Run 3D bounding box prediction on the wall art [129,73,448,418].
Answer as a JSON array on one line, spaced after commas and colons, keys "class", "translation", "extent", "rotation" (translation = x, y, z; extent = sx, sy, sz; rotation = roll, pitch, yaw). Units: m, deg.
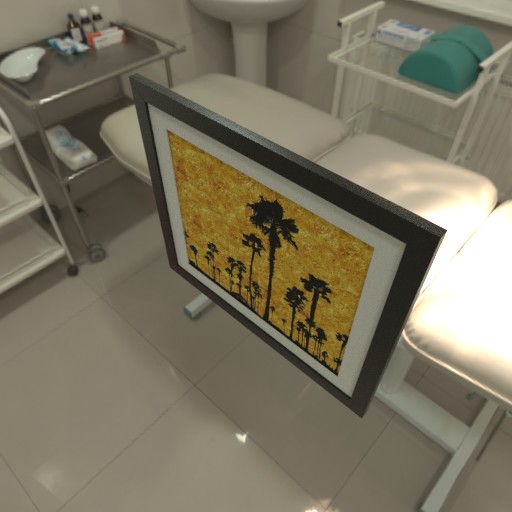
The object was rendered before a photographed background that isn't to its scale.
[{"class": "wall art", "translation": [0.000, 0.000, 0.541], "extent": [0.383, 0.332, 0.012], "rotation": [34, 56, 27]}]
